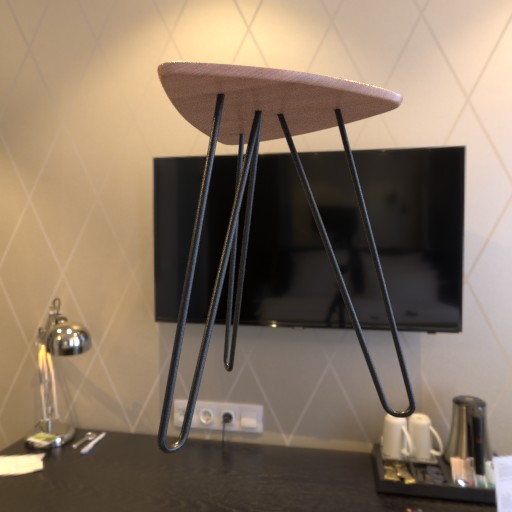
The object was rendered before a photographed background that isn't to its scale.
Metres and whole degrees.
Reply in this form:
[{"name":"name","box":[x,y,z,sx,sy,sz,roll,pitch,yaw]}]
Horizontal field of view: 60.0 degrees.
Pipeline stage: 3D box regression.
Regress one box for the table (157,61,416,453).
[{"name":"table","box":[0.000,0.000,0.892,0.442,0.564,0.455,0,1,-19]}]
